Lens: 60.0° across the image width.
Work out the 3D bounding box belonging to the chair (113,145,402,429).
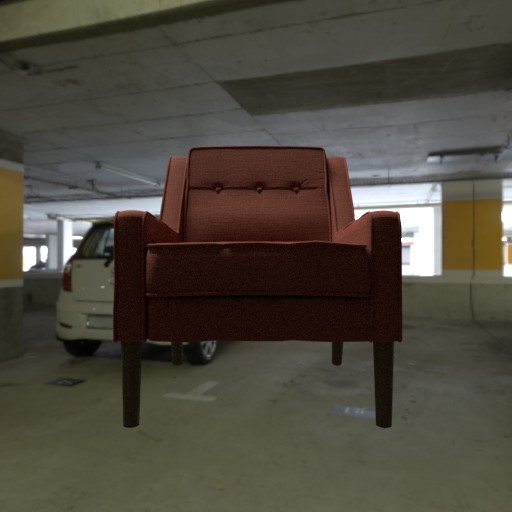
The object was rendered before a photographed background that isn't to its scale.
[{"bbox_3d":[0.000,0.000,1.364,0.680,0.812,0.770,0,-1,0],"label":"chair"}]
